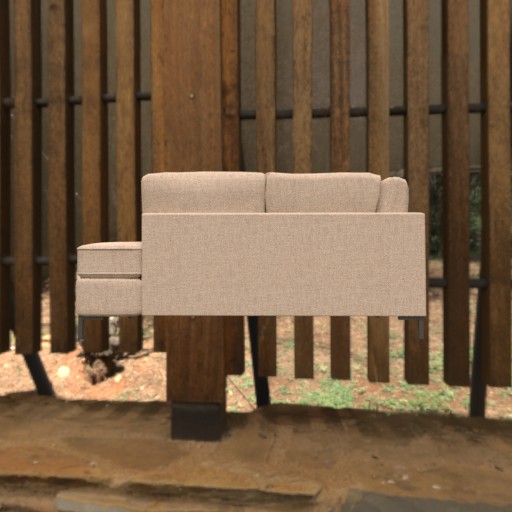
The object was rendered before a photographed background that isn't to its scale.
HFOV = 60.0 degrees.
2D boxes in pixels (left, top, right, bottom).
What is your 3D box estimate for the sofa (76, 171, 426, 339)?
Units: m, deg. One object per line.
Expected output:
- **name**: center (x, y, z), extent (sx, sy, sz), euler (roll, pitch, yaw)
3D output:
- **sofa**: center (0.000, 0.000, 4.228), extent (2.021, 0.996, 3.423), euler (0, -1, 1)
